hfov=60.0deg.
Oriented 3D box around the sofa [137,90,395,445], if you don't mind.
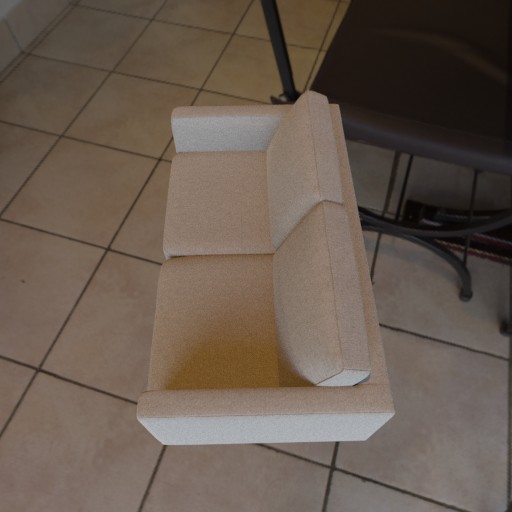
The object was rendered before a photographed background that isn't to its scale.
[{"bbox_3d":[0.000,0.000,2.309,1.000,0.900,1.731,-1,58,-1],"label":"sofa"}]
